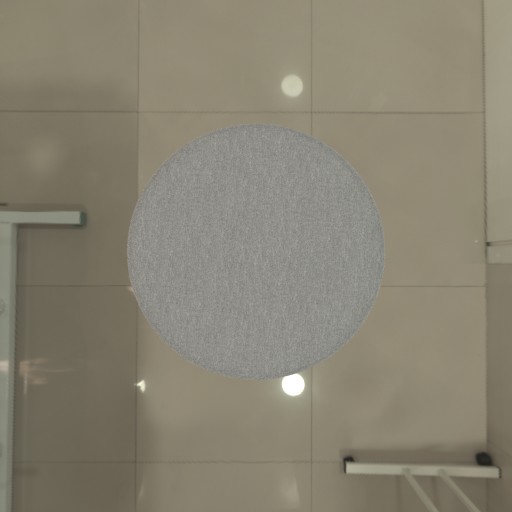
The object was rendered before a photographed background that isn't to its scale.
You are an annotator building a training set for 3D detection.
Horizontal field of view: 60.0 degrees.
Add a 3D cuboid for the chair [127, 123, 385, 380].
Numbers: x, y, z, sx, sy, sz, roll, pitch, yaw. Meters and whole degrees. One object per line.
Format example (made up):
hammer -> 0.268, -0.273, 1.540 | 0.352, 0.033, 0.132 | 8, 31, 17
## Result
chair -> 0.000, 0.000, 0.706 | 0.350, 0.440, 0.350 | 0, 89, 0
